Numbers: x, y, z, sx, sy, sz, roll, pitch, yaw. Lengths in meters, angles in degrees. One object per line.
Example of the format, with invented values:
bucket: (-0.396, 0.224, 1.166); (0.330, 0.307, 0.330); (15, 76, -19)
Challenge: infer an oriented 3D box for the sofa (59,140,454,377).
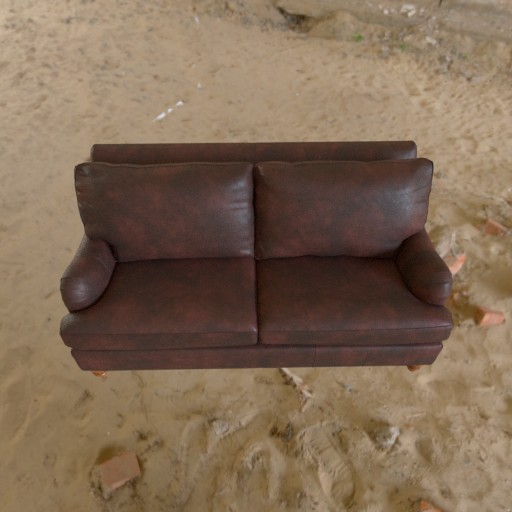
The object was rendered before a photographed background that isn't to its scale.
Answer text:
sofa: (0.000, 0.000, 2.719); (2.144, 1.071, 1.147); (-1, 46, -1)
